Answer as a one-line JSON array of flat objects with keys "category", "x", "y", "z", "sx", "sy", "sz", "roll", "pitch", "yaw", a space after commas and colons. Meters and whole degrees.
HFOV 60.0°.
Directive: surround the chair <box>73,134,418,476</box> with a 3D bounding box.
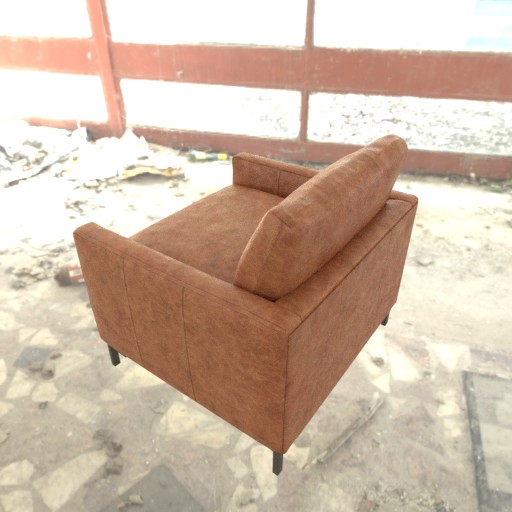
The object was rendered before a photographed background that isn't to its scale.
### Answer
[{"category": "chair", "x": 0.000, "y": 0.000, "z": 1.665, "sx": 0.862, "sy": 0.869, "sz": 0.967, "roll": 21, "pitch": 38, "yaw": 30}]
